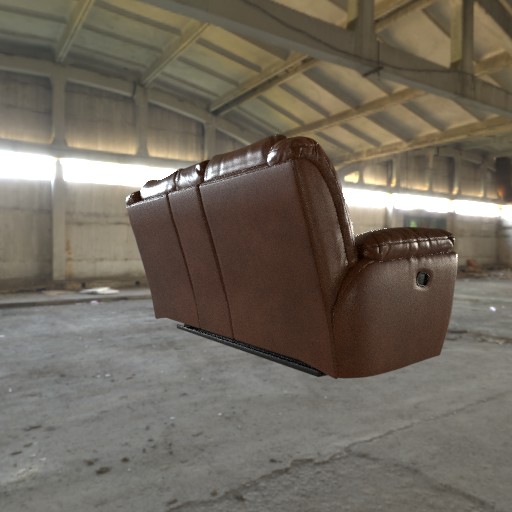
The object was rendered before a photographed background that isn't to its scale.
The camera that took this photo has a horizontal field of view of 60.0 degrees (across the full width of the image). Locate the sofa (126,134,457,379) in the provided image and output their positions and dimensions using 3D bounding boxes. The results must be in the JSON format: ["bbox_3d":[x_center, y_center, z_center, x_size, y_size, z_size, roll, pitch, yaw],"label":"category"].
[{"bbox_3d":[0.000,0.000,2.654,0.991,1.043,2.058,0,0,-34],"label":"sofa"}]
